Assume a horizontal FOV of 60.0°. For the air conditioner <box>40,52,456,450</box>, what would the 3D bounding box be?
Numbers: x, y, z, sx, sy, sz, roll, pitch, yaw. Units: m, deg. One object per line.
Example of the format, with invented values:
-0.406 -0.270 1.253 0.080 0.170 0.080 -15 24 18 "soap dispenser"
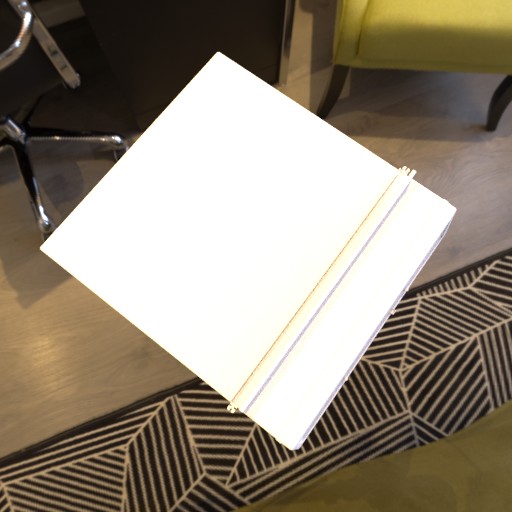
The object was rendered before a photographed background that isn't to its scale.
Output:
0.000 0.000 0.904 0.546 0.388 0.503 36 79 9 "air conditioner"
